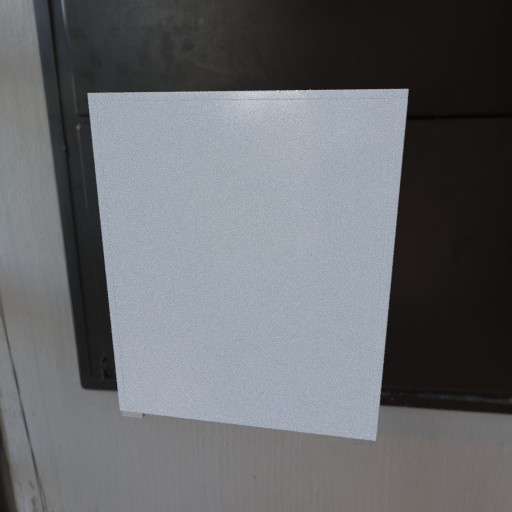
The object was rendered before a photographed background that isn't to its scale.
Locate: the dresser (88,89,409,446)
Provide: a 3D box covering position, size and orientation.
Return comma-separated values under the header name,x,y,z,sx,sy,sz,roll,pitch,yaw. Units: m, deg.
name,x,y,z,sx,sy,sz,roll,pitch,yaw
dresser,0.000,0.000,1.182,0.650,0.800,0.400,3,17,10
